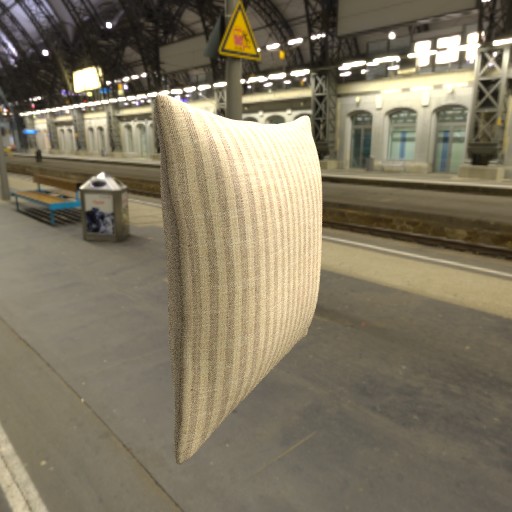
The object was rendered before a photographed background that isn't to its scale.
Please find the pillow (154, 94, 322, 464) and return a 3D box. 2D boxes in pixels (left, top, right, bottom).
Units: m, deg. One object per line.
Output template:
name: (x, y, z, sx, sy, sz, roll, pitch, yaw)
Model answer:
pillow: (0.000, 0.000, 0.801, 0.166, 0.510, 0.523, 7, 16, 26)
